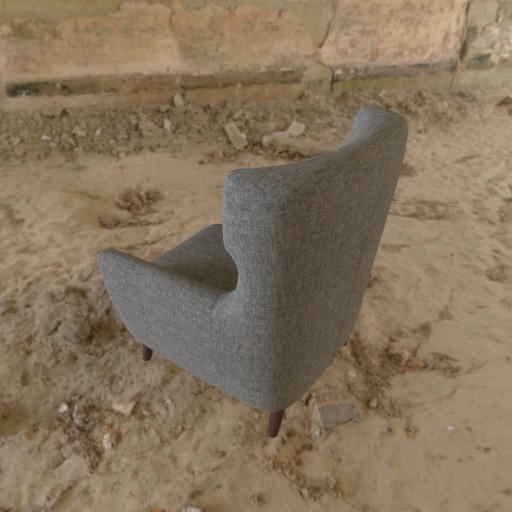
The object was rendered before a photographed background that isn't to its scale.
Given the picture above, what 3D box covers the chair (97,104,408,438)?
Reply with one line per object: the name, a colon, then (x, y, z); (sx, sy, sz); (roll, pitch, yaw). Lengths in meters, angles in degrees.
chair: (0.000, 0.000, 1.735); (0.904, 1.063, 0.878); (21, 38, 29)
